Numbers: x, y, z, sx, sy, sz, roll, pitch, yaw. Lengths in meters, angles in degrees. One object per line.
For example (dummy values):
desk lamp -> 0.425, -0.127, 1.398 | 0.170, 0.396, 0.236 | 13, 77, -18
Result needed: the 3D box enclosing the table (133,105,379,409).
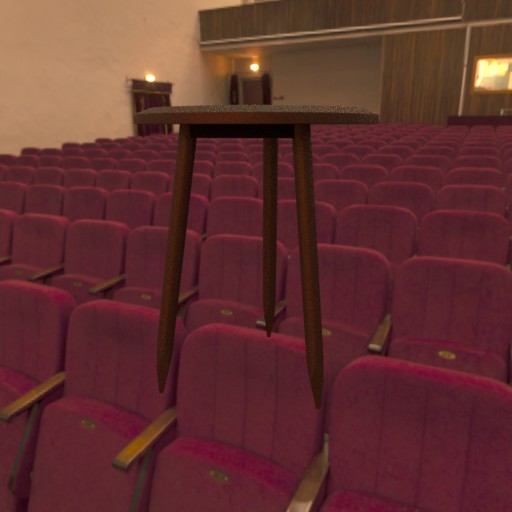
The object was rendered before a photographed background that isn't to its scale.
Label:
table -> 0.000, 0.000, 0.932 | 0.457, 0.585, 0.457 | 0, 16, 0
